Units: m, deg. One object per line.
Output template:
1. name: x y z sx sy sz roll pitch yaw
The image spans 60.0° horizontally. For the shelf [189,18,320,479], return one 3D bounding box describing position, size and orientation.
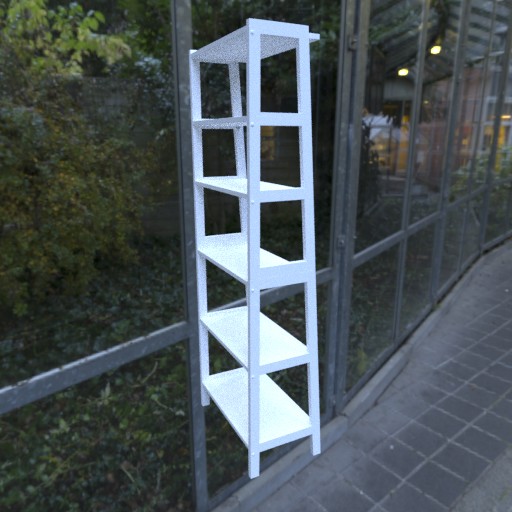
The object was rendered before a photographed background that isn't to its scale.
1. shelf: 0.000 0.000 2.131 0.381 1.892 0.660 -7 17 -26
